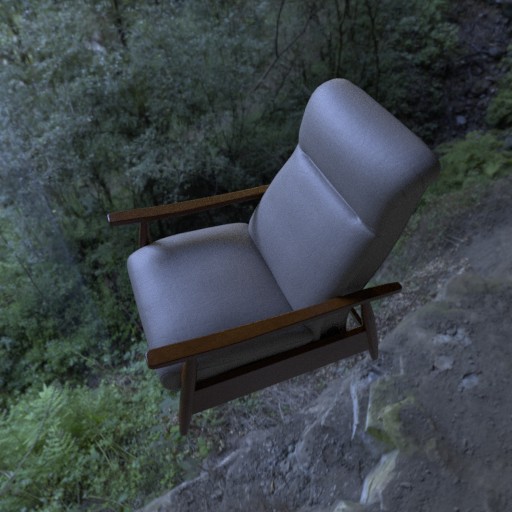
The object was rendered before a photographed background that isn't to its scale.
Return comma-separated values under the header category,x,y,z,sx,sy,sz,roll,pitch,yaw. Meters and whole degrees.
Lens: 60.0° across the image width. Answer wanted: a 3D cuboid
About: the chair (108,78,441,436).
category,x,y,z,sx,sy,sz,roll,pitch,yaw
chair,0.000,0.000,1.799,1.032,1.082,0.762,-17,50,-15
